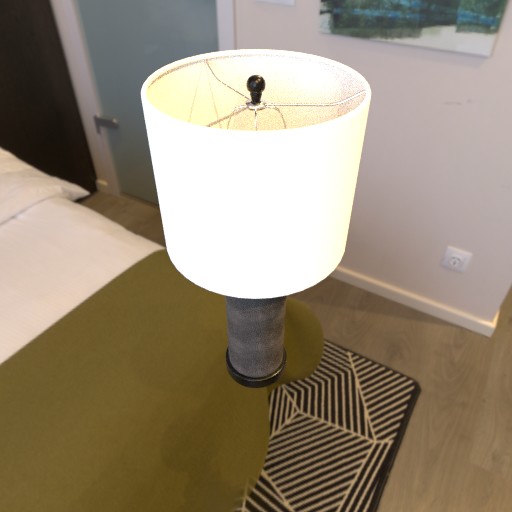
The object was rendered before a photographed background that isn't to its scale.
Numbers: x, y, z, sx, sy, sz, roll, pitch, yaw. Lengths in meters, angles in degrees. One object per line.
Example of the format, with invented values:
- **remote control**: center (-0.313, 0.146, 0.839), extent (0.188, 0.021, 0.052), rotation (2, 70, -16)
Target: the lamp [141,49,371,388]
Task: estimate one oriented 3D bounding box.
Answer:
- **lamp**: center (0.000, 0.000, 0.796), extent (0.305, 0.634, 0.305), rotation (0, 41, 0)
